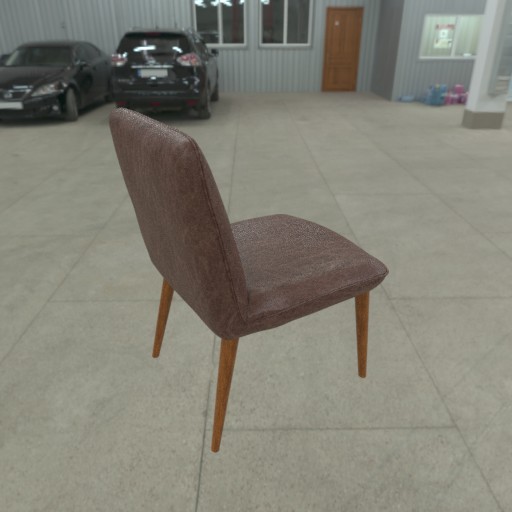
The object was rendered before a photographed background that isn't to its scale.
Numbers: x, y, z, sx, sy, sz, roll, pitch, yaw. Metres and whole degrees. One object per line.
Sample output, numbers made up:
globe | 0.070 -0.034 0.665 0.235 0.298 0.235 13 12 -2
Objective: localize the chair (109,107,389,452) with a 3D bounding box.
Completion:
chair | 0.000 0.000 1.262 0.645 0.803 0.543 -18 32 -32
